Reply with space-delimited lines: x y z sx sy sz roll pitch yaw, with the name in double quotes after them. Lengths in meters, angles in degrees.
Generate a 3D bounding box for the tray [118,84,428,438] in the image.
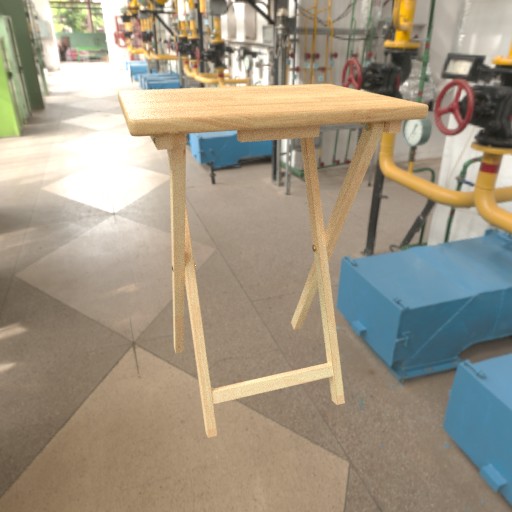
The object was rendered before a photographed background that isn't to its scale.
0.000 0.000 0.971 0.483 0.660 0.381 -8 28 -16 "tray"
